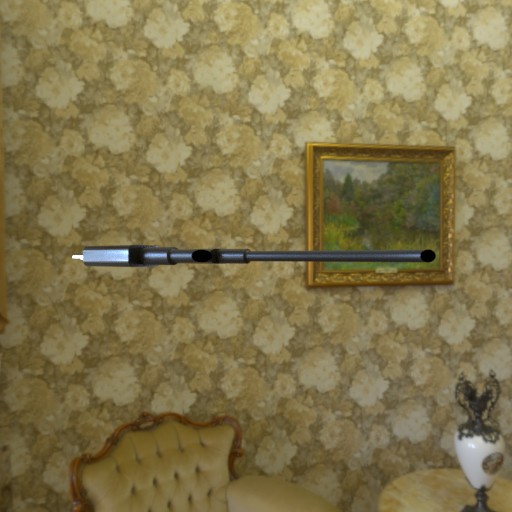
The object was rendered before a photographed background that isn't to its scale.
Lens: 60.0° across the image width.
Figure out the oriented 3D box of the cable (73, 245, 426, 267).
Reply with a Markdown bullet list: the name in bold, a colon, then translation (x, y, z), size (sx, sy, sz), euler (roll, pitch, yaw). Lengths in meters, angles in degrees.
- **cable**: translation (0.000, 0.000, 0.111), size (0.098, 0.006, 0.040), euler (0, 0, 35)
